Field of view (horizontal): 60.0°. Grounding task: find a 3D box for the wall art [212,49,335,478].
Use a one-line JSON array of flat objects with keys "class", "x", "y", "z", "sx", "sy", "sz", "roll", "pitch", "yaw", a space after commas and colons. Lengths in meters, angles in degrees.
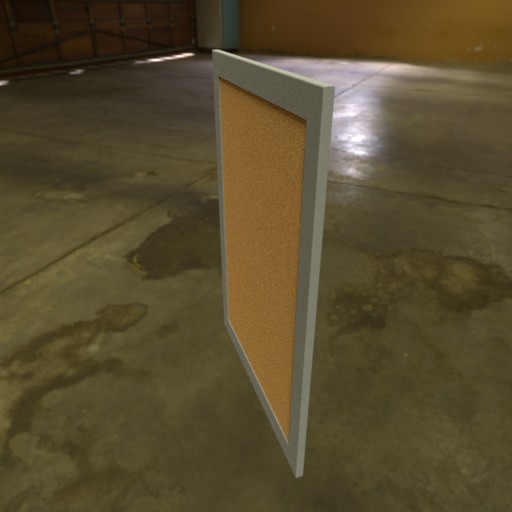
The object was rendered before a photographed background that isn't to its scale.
[{"class": "wall art", "x": 0.000, "y": 0.000, "z": 0.658, "sx": 0.012, "sy": 0.529, "sz": 0.374, "roll": -10, "pitch": 31, "yaw": -17}]
